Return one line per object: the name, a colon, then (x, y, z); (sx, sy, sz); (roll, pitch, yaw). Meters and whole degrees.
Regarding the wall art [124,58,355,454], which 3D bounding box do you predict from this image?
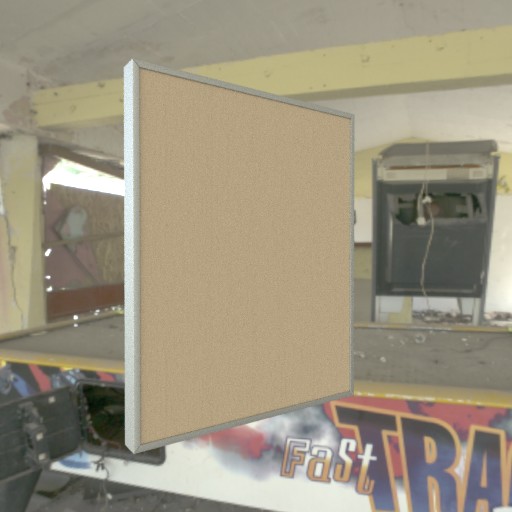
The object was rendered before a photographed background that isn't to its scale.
wall art: (0.000, 0.000, 0.762); (0.445, 0.553, 0.039); (0, 1, -35)
